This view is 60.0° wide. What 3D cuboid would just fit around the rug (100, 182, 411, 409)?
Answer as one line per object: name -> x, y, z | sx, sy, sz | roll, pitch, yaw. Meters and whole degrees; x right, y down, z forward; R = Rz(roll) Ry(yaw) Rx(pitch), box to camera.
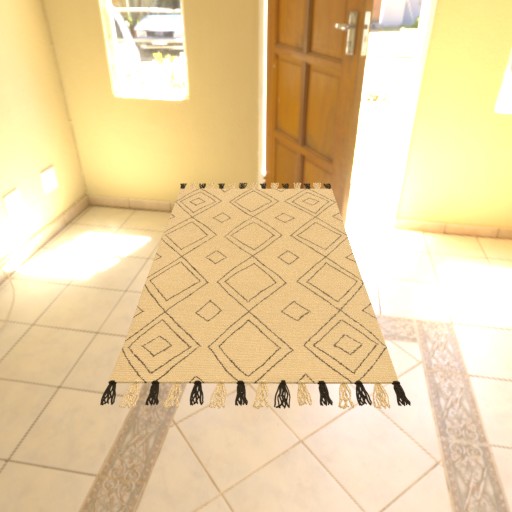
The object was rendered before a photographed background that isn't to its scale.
rug -> 0.000, 0.000, 3.307 | 1.524, 0.021, 2.755 | 0, 32, 0
